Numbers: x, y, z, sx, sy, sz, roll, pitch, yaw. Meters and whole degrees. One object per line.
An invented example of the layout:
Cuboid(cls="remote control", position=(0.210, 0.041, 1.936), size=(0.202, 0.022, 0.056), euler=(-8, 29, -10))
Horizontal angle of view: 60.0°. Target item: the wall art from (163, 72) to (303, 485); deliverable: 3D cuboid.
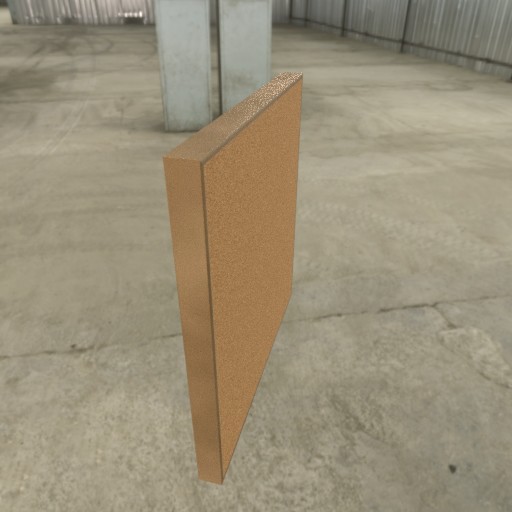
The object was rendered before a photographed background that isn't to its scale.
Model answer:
Cuboid(cls="wall art", position=(0.000, 0.000, 0.757), size=(0.038, 0.511, 0.513), euler=(8, 32, 14))
